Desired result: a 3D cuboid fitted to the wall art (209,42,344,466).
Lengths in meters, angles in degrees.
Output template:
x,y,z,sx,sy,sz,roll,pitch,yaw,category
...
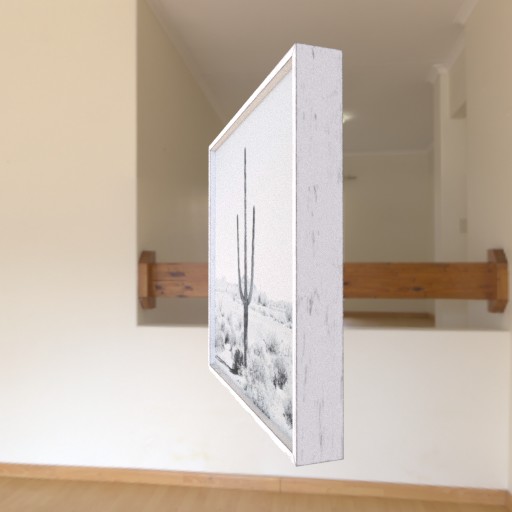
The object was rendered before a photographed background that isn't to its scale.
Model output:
x,y,z,sx,sy,sz,roll,pitch,yaw,category
0.000,0.000,0.469,0.038,0.305,0.305,0,-1,-18,wall art
